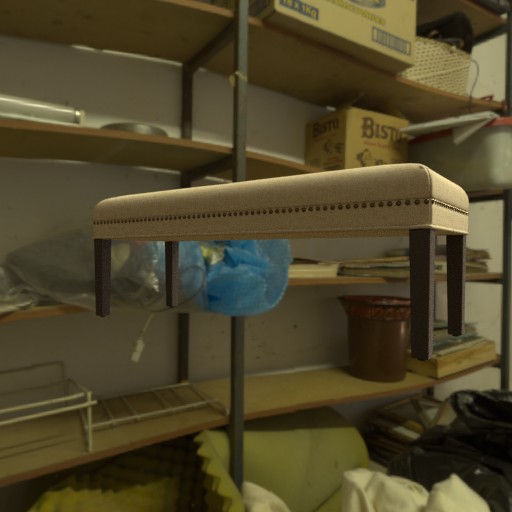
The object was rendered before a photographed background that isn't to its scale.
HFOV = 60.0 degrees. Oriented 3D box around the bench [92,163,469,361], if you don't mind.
[{"bbox_3d":[0.000,0.000,1.466,1.219,0.457,0.410,0,0,36],"label":"bench"}]
